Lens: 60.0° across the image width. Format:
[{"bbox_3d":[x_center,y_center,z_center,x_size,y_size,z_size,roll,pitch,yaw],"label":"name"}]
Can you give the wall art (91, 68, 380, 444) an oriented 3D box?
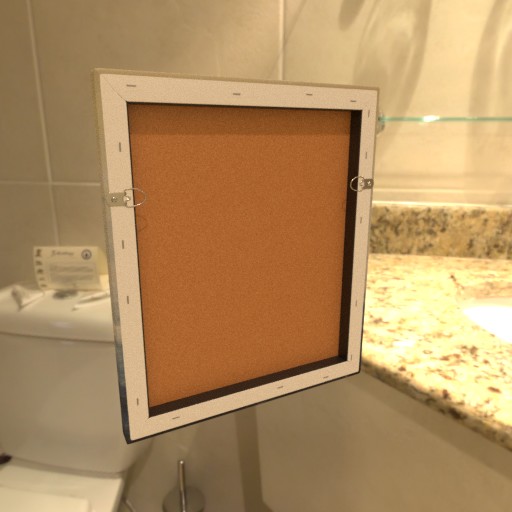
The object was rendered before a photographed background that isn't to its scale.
[{"bbox_3d":[0.000,0.000,0.953,0.608,0.710,0.041,-8,17,-27],"label":"wall art"}]
